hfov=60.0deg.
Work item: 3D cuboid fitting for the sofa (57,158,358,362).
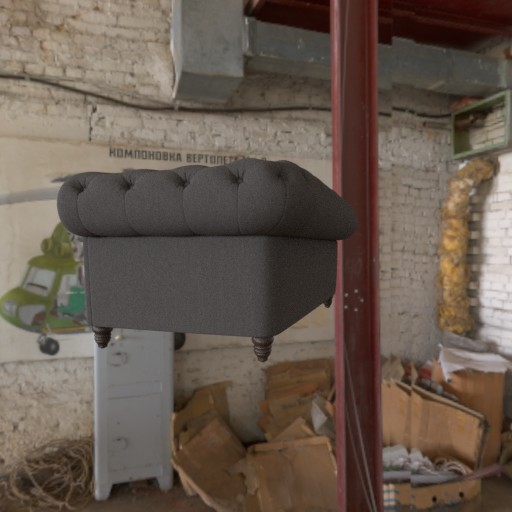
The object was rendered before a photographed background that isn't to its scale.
[{"bbox_3d":[0.000,0.000,2.488,0.986,0.764,1.998,0,1,18],"label":"sofa"}]
